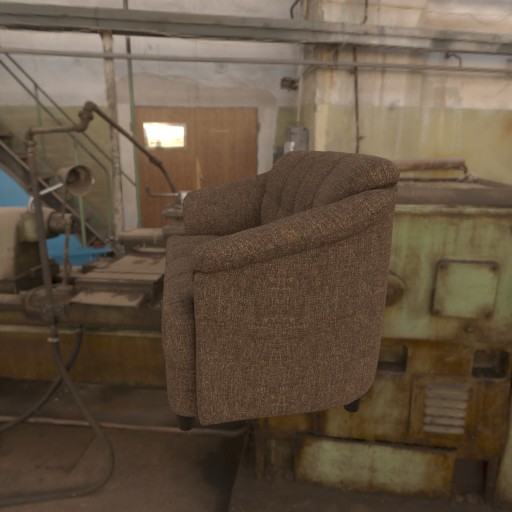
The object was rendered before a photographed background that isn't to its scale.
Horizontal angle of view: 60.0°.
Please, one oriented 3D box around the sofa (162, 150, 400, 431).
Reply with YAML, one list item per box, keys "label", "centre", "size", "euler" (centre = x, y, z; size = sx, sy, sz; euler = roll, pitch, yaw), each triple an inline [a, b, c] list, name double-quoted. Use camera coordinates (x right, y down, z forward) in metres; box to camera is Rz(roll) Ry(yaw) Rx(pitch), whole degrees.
- label: "sofa"
  centre: [0.000, 0.000, 1.953]
  size: [0.799, 0.895, 1.404]
  euler: [-3, 15, -10]
